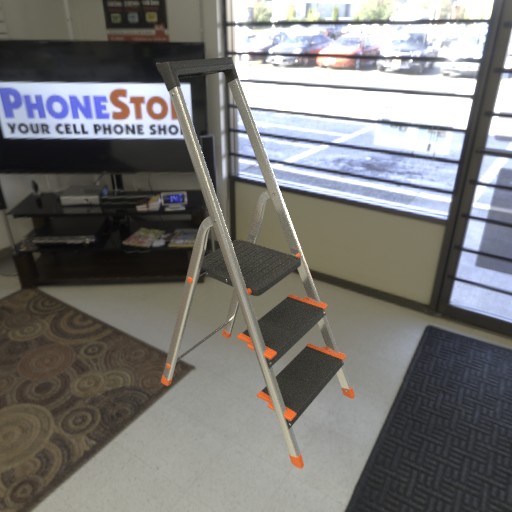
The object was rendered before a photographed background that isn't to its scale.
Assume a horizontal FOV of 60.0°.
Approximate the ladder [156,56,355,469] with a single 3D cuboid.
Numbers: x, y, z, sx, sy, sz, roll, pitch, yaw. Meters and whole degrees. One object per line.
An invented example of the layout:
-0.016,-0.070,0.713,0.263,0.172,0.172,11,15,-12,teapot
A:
0.000,0.000,1.529,0.686,1.229,0.416,19,33,32,ladder
